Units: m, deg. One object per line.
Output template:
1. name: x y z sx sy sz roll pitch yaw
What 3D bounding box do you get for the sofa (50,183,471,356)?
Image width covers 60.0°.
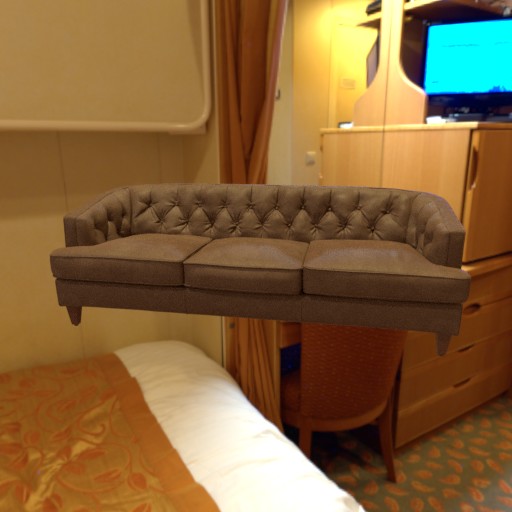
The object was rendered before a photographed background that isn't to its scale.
1. sofa: 0.000 0.000 2.686 2.227 0.787 0.927 3 15 10
